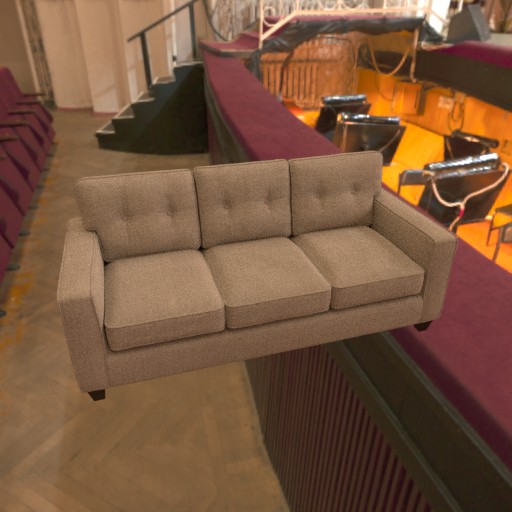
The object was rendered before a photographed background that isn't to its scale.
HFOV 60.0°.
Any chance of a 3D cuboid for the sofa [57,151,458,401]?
[{"bbox_3d":[0.000,0.000,2.664,2.133,0.965,0.939,-8,30,-15],"label":"sofa"}]
